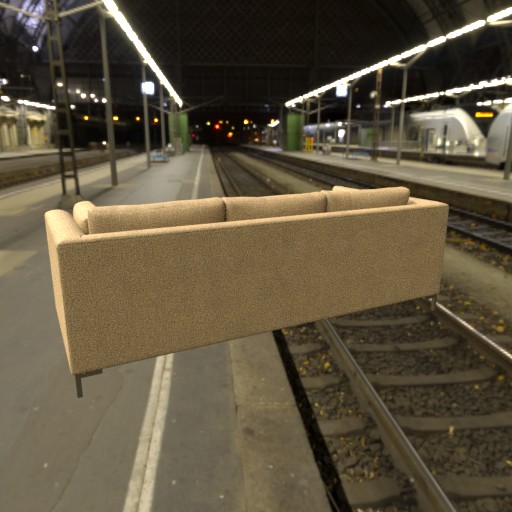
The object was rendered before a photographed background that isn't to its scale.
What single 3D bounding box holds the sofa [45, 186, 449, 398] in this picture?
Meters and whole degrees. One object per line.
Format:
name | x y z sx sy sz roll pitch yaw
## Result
sofa | 0.000 0.000 2.908 2.415 0.867 0.969 -8 17 -27
